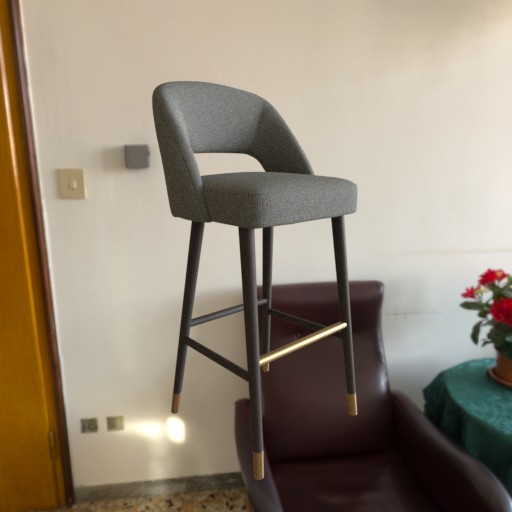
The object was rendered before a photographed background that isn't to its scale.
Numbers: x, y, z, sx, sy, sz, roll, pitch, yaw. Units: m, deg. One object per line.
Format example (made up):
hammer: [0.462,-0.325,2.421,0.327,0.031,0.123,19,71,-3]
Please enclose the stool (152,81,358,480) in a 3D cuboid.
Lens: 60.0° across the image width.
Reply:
stool: [0.000,0.000,1.413,0.536,1.089,0.524,-12,18,-42]
